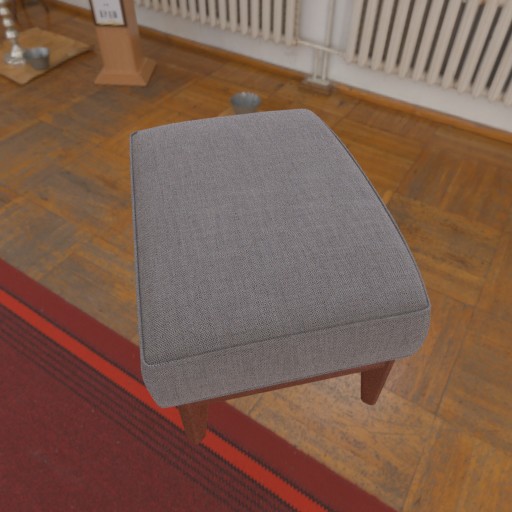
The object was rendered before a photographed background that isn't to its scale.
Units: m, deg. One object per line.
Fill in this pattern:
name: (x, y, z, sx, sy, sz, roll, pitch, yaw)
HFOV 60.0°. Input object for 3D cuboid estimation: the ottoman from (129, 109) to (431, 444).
ottoman: (0.000, 0.000, 1.111, 0.555, 0.458, 0.750, -9, 47, -9)
